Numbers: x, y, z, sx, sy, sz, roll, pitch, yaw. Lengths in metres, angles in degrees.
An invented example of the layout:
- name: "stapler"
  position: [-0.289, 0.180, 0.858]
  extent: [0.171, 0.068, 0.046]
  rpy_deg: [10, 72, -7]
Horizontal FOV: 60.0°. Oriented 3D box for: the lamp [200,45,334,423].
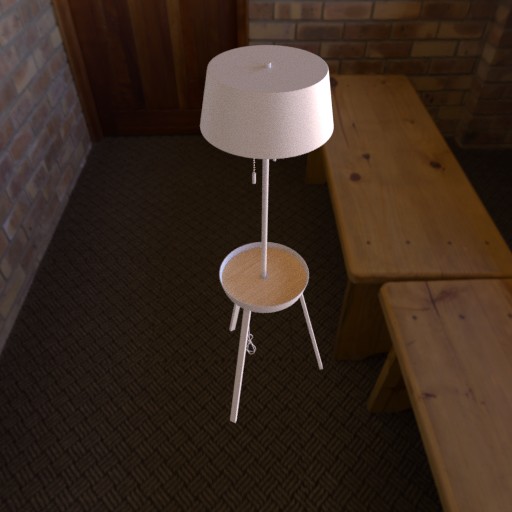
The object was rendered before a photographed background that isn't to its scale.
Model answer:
- name: "lamp"
  position: [0.000, 0.000, 1.631]
  extent: [0.508, 1.429, 0.468]
  rpy_deg: [-25, 50, -23]
